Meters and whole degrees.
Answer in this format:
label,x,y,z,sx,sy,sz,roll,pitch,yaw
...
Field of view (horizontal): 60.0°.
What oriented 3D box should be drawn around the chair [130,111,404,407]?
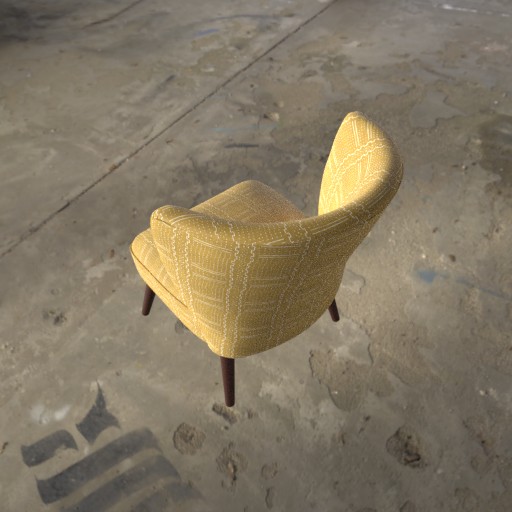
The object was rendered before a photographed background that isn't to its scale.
label,x,y,z,sx,sy,sz,roll,pitch,yaw
chair,0.000,0.000,1.442,0.706,0.866,0.758,-32,54,-27
